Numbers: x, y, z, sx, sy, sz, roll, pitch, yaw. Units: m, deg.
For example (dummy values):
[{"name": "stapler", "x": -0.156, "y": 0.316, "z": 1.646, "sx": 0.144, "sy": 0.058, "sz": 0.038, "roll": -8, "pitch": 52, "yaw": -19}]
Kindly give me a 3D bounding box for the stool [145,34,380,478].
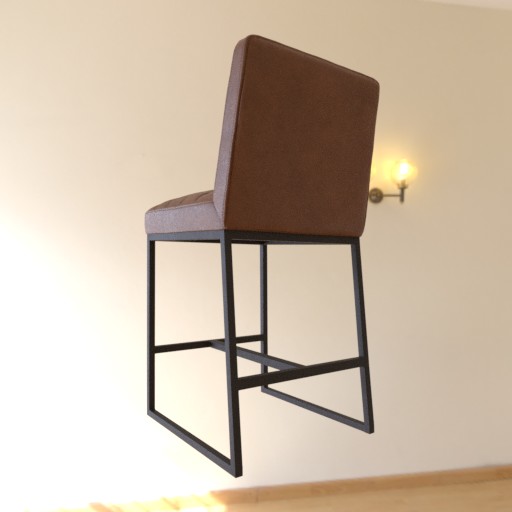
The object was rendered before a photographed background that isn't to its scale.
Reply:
[{"name": "stool", "x": 0.000, "y": 0.000, "z": 1.249, "sx": 0.458, "sy": 0.940, "sz": 0.556, "roll": 1, "pitch": -2, "yaw": -35}]
